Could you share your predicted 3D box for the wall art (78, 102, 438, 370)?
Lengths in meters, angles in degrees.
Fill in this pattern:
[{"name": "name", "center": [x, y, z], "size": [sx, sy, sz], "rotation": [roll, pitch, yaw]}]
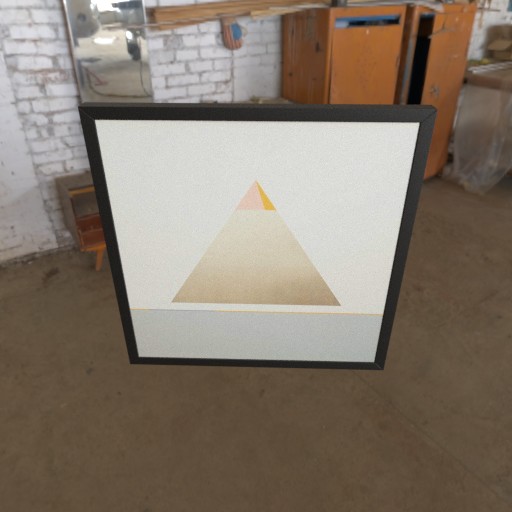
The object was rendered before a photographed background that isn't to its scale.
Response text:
[{"name": "wall art", "center": [0.000, 0.000, 0.775], "size": [0.513, 0.511, 0.028], "rotation": [1, 31, 2]}]
